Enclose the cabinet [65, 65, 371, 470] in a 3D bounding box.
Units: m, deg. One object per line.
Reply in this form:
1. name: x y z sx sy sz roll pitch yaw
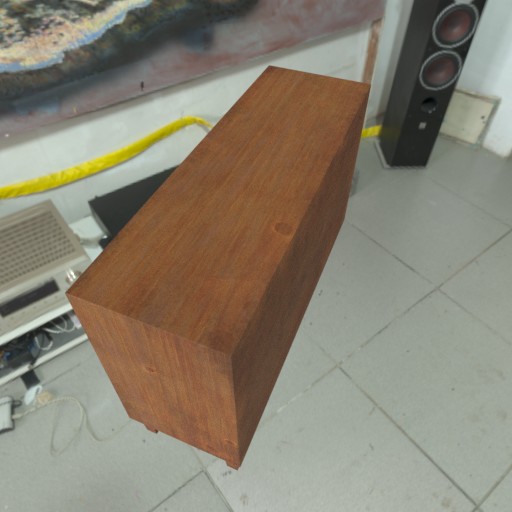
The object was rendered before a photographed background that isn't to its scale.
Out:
1. cabinet: 0.000 0.000 1.584 0.403 0.805 1.204 17 50 15
